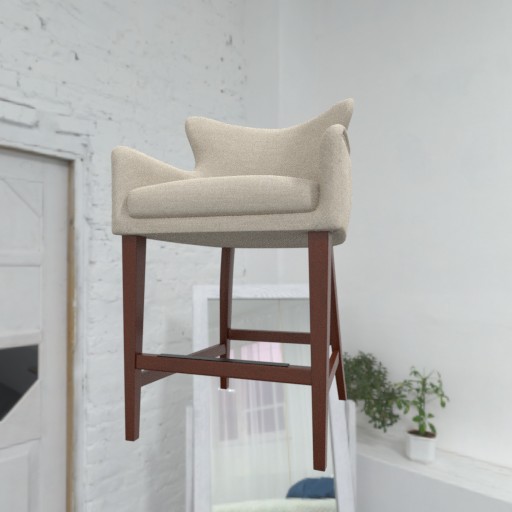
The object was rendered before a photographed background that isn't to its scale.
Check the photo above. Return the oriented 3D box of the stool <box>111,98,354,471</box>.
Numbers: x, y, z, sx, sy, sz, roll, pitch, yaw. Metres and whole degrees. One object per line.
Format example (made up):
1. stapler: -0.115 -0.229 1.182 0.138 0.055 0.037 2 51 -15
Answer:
1. stool: 0.000 0.000 1.362 0.615 0.987 0.637 0 0 19
